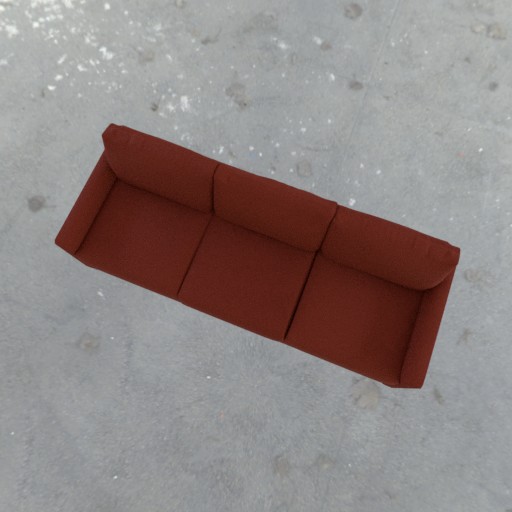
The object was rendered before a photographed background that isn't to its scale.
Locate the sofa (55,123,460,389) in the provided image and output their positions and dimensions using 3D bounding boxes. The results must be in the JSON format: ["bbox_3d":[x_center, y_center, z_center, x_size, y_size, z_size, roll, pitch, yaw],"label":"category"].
[{"bbox_3d":[0.000,0.000,2.743,2.252,0.879,0.875,21,75,6],"label":"sofa"}]
